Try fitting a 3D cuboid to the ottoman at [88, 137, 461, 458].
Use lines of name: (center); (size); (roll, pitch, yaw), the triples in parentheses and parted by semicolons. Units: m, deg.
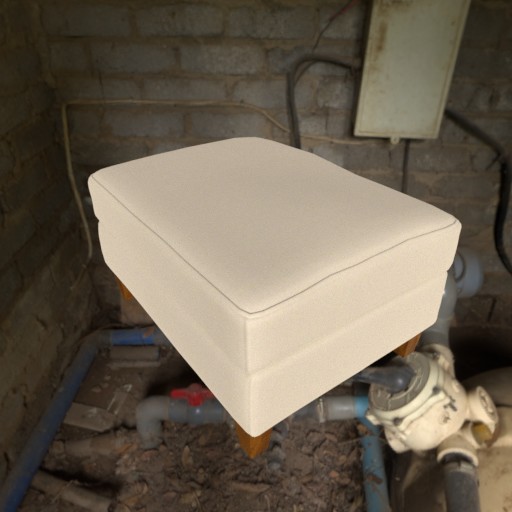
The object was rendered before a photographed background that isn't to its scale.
ottoman: (0.000, 0.000, 1.235); (0.634, 0.485, 0.818); (-21, 37, -30)
